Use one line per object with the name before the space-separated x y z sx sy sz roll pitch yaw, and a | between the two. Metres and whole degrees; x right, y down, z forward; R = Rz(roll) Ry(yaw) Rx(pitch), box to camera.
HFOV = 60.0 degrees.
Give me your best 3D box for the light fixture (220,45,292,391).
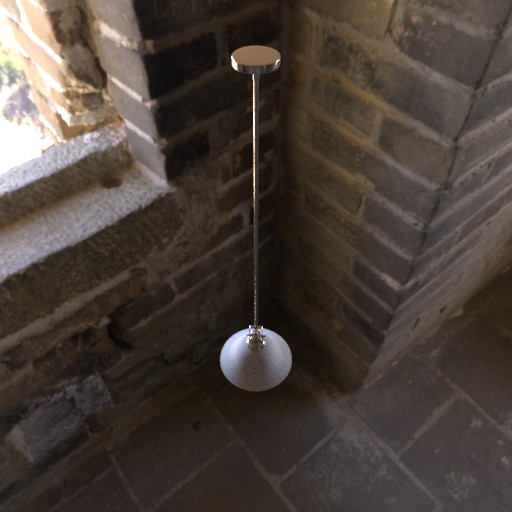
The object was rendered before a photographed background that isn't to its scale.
light fixture | 0.000 0.000 1.517 0.324 1.354 0.324 3 47 3
